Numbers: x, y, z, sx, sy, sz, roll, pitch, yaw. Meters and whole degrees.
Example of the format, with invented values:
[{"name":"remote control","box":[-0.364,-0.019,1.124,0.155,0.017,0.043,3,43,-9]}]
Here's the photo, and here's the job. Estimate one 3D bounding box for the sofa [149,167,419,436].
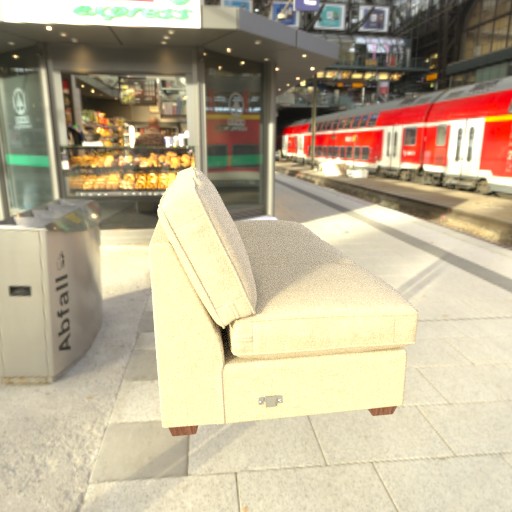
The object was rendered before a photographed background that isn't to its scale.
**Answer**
[{"name":"sofa","box":[0.000,0.000,2.547,1.027,0.973,1.962,-2,14,-8]}]
